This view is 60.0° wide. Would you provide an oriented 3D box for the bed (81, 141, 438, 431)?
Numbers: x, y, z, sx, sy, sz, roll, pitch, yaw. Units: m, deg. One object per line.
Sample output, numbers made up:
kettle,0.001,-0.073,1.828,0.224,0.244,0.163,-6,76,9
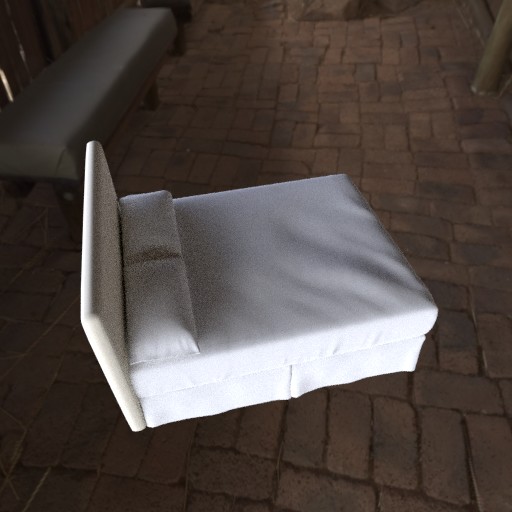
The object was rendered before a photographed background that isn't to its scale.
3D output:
bed,0.000,0.000,3.281,2.147,1.330,1.714,-10,46,-10
